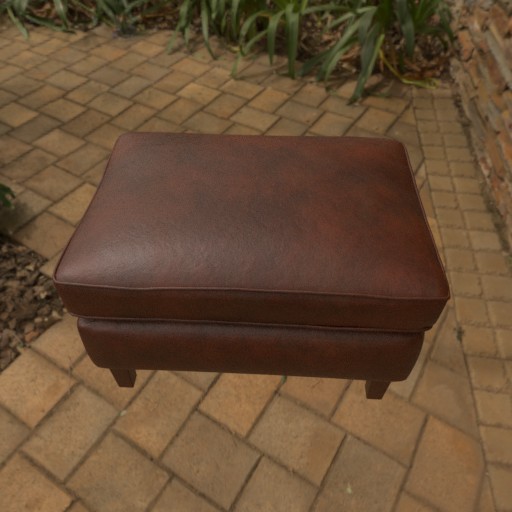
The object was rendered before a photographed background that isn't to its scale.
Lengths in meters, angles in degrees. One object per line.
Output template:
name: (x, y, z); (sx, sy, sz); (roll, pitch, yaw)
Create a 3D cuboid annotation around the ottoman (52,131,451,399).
ottoman: (0.000, 0.000, 0.978); (0.665, 0.432, 0.501); (2, 47, 2)
